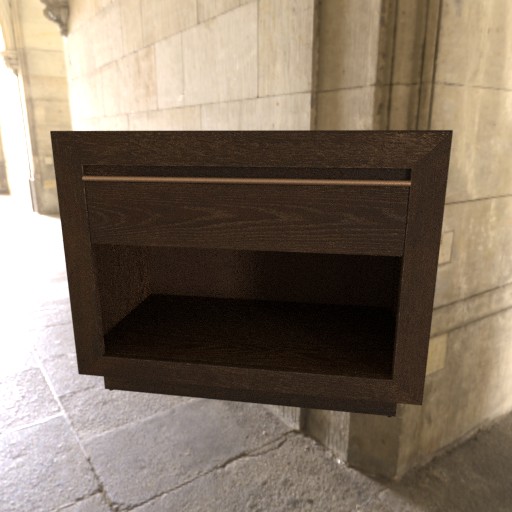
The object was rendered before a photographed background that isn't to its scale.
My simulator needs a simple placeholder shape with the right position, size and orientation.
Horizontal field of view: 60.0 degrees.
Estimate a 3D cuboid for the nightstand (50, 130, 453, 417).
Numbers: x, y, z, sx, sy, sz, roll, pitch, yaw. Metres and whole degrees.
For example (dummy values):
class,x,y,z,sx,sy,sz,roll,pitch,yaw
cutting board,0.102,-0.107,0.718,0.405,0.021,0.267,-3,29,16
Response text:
class,x,y,z,sx,sy,sz,roll,pitch,yaw
nightstand,0.000,0.000,1.130,0.775,0.612,0.457,2,15,9
